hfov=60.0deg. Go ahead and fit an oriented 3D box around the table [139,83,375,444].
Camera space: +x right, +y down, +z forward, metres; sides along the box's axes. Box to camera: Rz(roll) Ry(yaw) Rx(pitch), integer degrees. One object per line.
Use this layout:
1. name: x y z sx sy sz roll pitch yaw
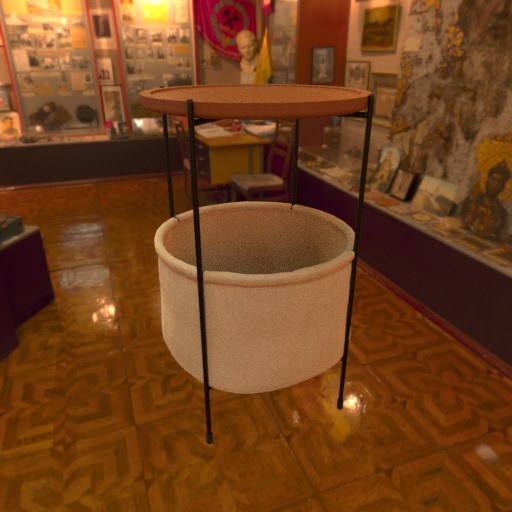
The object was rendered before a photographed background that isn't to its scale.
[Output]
1. table: 0.000 0.000 0.883 0.393 0.623 0.393 -8 26 -17
